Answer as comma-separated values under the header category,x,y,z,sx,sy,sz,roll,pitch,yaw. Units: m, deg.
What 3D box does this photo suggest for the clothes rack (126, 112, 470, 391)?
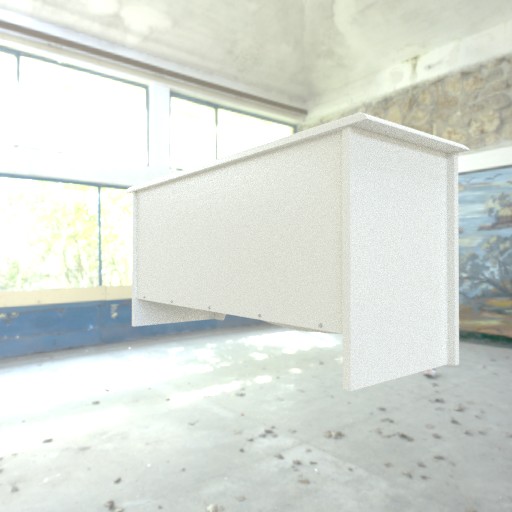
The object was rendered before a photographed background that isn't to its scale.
category,x,y,z,sx,sy,sz,roll,pitch,yaw
clothes rack,0.000,0.000,1.461,0.405,0.558,1.218,0,-1,-38
